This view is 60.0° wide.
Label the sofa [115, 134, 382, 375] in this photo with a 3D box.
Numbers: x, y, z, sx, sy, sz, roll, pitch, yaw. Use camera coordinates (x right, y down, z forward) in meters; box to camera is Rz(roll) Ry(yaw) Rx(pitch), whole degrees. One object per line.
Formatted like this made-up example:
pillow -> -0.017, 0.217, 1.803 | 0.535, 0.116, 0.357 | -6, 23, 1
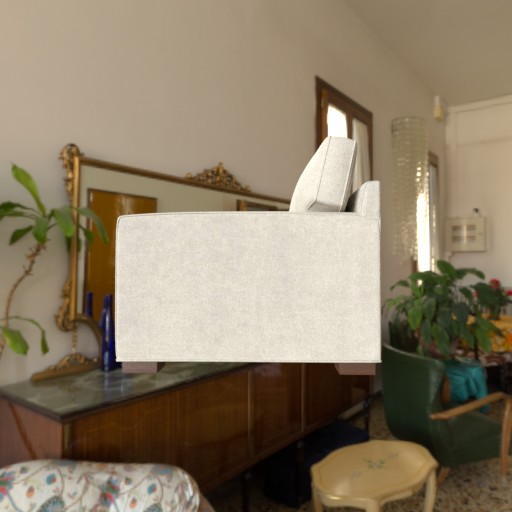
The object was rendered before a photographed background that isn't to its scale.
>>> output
sofa -> 0.000, 0.000, 2.577 | 0.936, 0.862, 2.093 | 0, -1, 2
